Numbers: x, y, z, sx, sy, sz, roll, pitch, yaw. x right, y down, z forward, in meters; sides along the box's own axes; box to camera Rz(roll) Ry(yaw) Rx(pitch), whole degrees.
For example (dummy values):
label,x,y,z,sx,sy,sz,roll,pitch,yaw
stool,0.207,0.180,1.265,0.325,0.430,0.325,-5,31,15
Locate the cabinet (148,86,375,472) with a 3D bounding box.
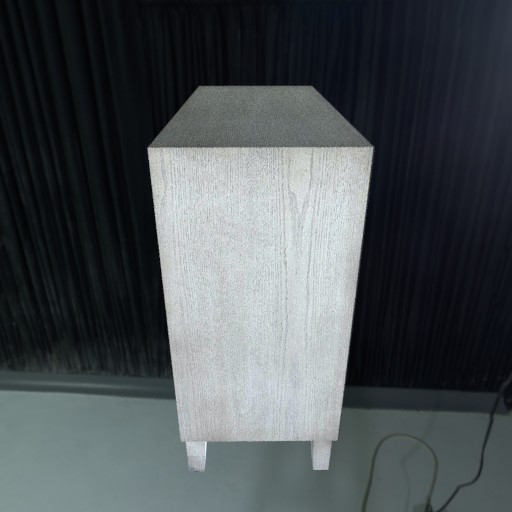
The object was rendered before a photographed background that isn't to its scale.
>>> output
label,x,y,z,sx,sy,sz,roll,pitch,yaw
cabinet,0.000,0.000,1.216,0.370,0.787,0.781,0,28,-1
